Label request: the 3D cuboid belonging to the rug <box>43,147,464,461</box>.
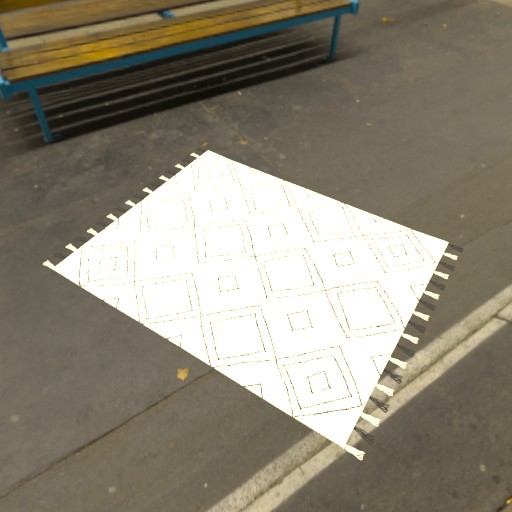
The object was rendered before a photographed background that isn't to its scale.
[{"bbox_3d":[0.000,0.000,4.171,3.221,0.026,2.342,25,51,22],"label":"rug"}]
